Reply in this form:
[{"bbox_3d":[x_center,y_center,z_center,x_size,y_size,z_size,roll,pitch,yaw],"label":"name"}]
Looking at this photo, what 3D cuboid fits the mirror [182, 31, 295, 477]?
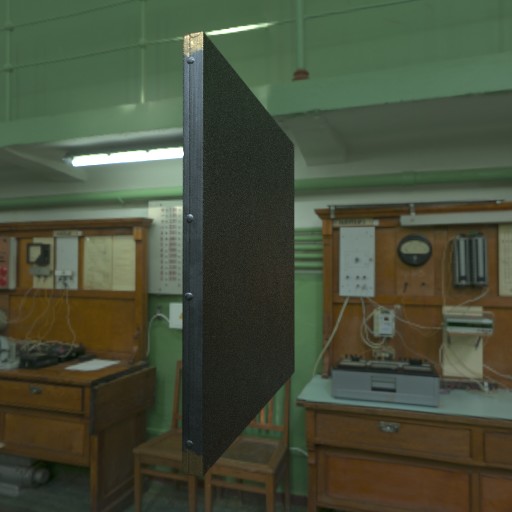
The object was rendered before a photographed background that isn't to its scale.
[{"bbox_3d":[0.000,0.000,0.563,0.020,0.381,0.382,0,-1,17],"label":"mirror"}]
